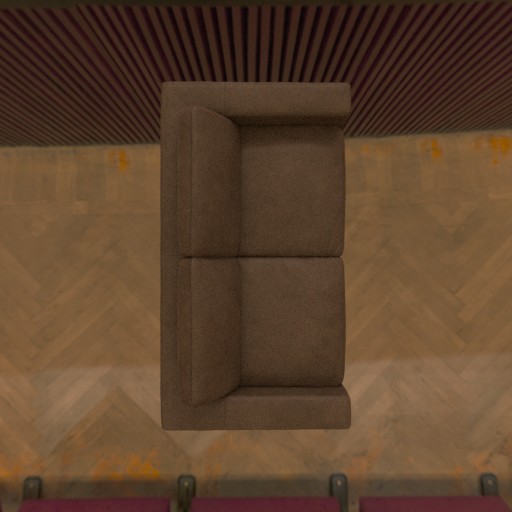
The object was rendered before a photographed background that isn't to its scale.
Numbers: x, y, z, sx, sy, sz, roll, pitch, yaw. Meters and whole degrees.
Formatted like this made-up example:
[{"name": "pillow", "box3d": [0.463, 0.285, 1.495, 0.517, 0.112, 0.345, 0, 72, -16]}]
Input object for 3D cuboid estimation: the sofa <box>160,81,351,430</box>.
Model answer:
[{"name": "sofa", "box3d": [0.000, 0.000, 2.585, 1.070, 0.800, 1.920, 0, 90, 0]}]
